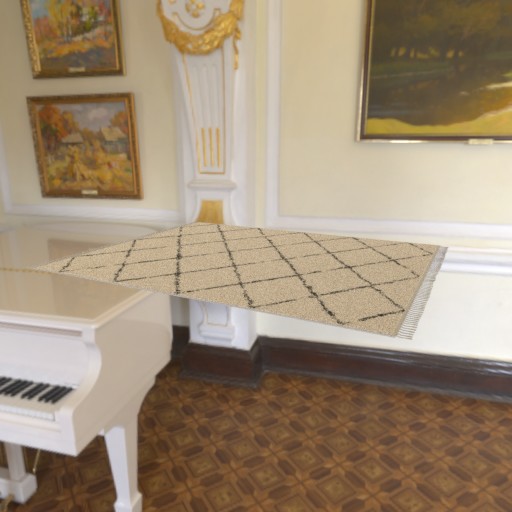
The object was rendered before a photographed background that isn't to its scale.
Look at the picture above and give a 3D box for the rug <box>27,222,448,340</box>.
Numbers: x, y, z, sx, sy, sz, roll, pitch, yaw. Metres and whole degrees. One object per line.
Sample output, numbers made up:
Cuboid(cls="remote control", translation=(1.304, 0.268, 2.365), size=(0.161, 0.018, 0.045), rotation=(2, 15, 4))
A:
Cuboid(cls="rug", translation=(0.000, 0.000, 4.014), size=(3.051, 0.013, 2.380), rotation=(7, 16, 26))
